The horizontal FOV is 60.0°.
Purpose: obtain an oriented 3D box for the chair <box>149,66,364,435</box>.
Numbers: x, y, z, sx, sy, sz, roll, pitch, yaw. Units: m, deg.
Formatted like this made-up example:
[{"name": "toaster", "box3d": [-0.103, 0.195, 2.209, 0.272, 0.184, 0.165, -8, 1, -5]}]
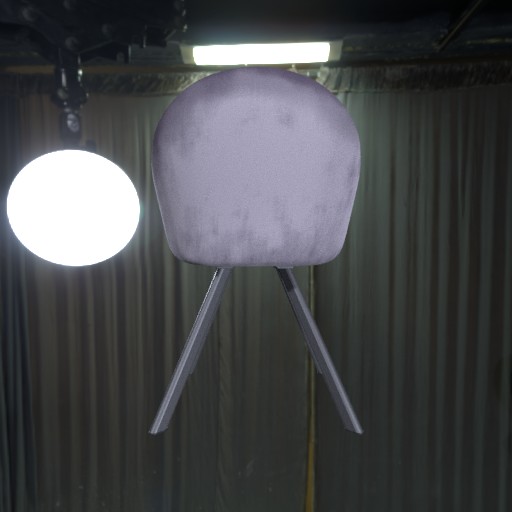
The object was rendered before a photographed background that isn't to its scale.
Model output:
[{"name": "chair", "box3d": [0.000, 0.000, 1.196, 0.550, 0.795, 0.590, 0, 2, 0]}]
